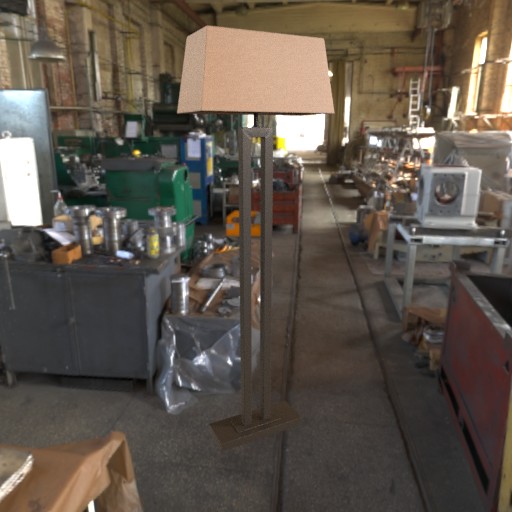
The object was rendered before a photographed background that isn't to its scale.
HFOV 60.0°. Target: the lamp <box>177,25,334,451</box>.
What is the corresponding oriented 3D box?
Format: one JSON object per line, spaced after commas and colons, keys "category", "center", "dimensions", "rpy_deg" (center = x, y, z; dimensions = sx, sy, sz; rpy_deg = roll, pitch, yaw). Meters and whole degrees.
{"category": "lamp", "center": [0.000, 0.000, 1.623], "dimensions": [0.475, 1.469, 0.233], "rpy_deg": [-8, 18, -26]}
